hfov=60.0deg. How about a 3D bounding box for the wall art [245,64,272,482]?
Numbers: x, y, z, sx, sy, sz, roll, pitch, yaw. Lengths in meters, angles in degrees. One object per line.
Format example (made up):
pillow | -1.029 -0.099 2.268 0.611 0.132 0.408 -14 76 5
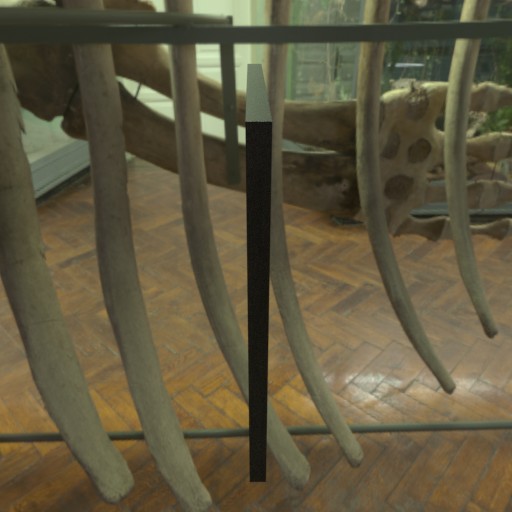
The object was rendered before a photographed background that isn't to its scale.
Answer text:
wall art | 0.000 0.000 0.791 0.027 0.580 0.479 0 30 -1
